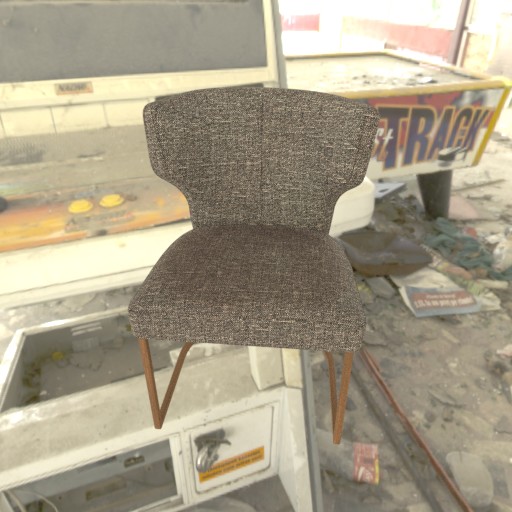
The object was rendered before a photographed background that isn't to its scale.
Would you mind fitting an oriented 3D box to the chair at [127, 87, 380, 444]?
[{"bbox_3d":[0.000,0.000,1.267,0.611,0.824,0.617,3,31,5],"label":"chair"}]
